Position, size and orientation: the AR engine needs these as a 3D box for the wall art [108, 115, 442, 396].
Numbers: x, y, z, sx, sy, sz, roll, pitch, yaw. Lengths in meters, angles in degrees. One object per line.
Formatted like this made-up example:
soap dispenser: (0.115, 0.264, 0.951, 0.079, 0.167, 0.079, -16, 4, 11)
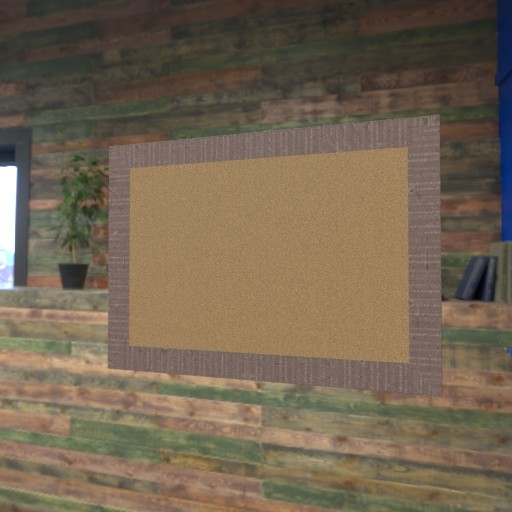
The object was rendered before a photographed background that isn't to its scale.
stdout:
wall art: (0.000, 0.000, 1.366, 1.056, 0.761, 0.020, 0, -1, 18)
